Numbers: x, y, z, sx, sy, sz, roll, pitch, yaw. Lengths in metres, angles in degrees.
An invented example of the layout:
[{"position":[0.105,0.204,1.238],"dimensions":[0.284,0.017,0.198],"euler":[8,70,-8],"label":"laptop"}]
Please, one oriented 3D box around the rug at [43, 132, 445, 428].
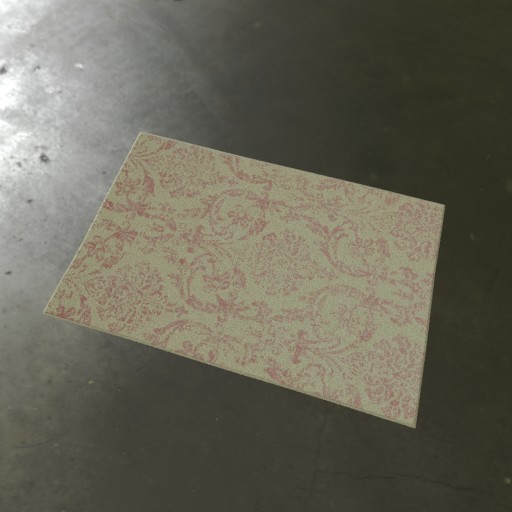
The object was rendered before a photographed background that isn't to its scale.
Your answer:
[{"position":[0.000,0.000,2.334],"dimensions":[1.839,0.012,1.219],"euler":[15,65,7],"label":"rug"}]
